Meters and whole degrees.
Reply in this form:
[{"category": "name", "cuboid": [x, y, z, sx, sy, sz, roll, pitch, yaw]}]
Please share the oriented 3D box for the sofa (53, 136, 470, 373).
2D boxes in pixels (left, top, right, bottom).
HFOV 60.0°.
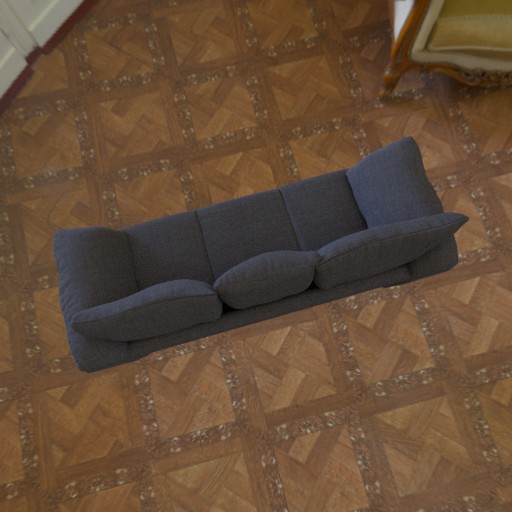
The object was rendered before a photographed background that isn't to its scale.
[{"category": "sofa", "cuboid": [0.000, 0.000, 2.823, 2.336, 1.080, 0.883, -15, 75, -4]}]
